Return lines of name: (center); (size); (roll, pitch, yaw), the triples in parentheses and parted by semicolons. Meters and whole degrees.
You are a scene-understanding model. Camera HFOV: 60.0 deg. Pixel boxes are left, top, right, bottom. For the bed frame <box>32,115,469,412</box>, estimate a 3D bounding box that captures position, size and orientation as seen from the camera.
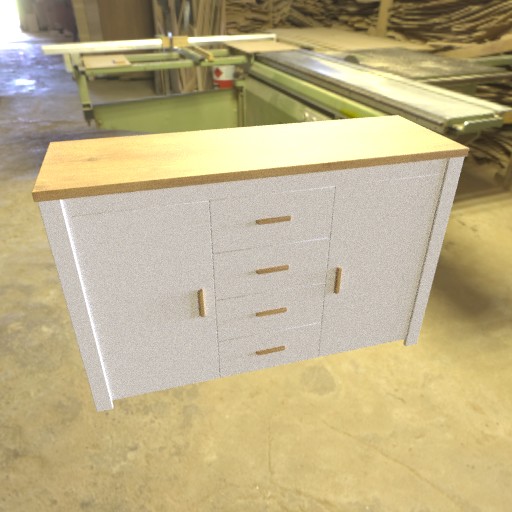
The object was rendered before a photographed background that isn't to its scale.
bed frame: (0.000, 0.000, 1.669); (1.300, 0.850, 0.430); (-8, 33, -13)
